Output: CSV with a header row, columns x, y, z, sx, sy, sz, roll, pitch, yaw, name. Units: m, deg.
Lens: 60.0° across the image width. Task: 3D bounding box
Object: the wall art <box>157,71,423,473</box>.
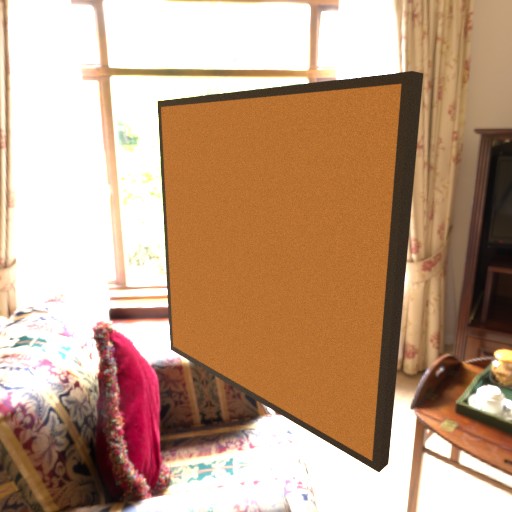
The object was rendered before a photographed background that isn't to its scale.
x,y,z,sx,sy,sz,roll,pitch,yaw,name
0.000,0.000,1.084,0.038,0.763,0.763,-14,20,-42,wall art
